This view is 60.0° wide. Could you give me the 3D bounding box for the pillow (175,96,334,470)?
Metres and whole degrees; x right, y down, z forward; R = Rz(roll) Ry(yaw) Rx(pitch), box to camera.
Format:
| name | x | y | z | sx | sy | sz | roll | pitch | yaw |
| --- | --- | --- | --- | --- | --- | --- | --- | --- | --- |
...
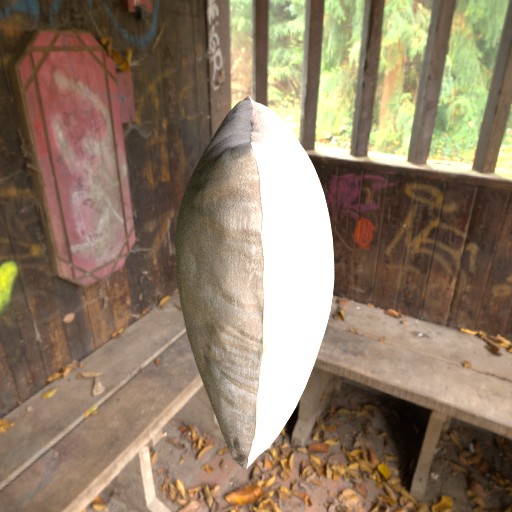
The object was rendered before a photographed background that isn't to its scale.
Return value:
| name | x | y | z | sx | sy | sz | roll | pitch | yaw |
| --- | --- | --- | --- | --- | --- | --- | --- | --- | --- |
| pillow | 0.000 | 0.000 | 0.719 | 0.245 | 0.448 | 0.450 | 1 | 26 | 1 |
